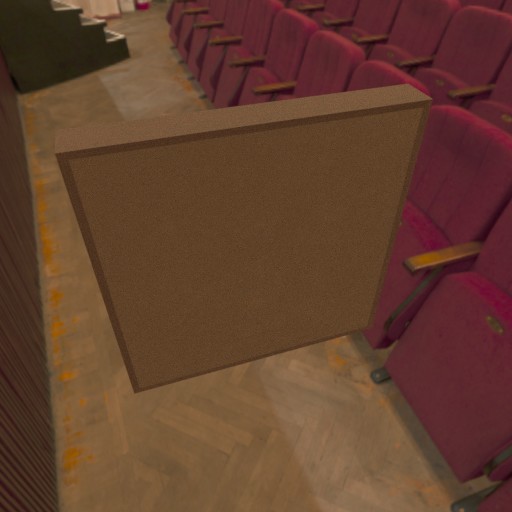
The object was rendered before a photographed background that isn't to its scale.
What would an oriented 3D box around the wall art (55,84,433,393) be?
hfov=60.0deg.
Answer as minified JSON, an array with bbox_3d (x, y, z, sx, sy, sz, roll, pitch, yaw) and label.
[{"bbox_3d":[0.000,0.000,0.455,0.304,0.303,0.038,-12,43,-14],"label":"wall art"}]
